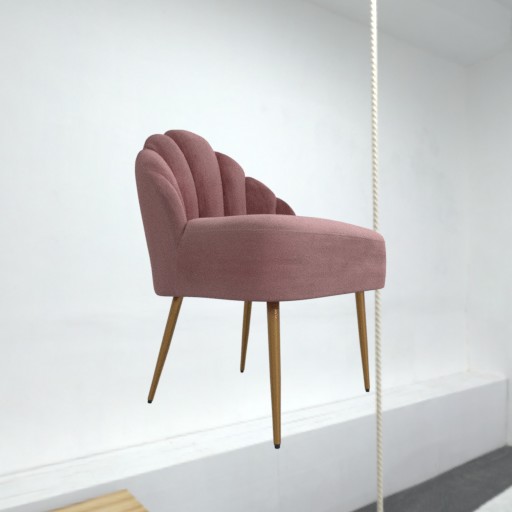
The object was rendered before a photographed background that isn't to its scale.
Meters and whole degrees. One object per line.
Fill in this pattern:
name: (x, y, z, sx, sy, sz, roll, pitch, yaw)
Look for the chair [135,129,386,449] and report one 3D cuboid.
chair: (0.000, 0.000, 1.280, 0.599, 0.819, 0.657, 0, -1, 36)
